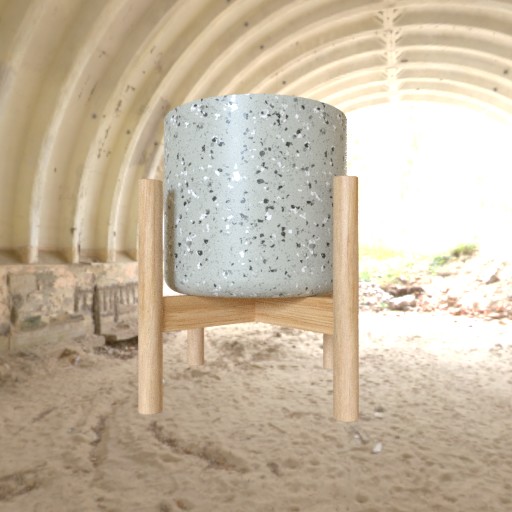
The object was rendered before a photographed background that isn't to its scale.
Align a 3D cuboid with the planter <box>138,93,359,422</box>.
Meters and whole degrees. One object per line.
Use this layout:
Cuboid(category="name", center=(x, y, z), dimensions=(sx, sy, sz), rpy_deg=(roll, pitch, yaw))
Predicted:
Cuboid(category="planter", center=(0.000, 0.000, 0.547), dimensions=(0.284, 0.320, 0.284), rpy_deg=(0, 0, -17))
